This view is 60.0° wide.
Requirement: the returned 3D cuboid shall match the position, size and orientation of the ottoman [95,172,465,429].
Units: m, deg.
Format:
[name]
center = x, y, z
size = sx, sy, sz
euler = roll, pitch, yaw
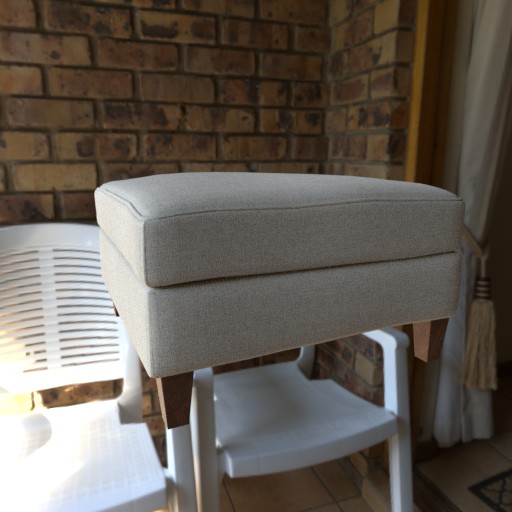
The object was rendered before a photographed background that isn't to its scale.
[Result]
[ottoman]
center = 0.000, 0.000, 1.348
size = 0.838, 0.503, 0.838
euler = -6, 14, -24
